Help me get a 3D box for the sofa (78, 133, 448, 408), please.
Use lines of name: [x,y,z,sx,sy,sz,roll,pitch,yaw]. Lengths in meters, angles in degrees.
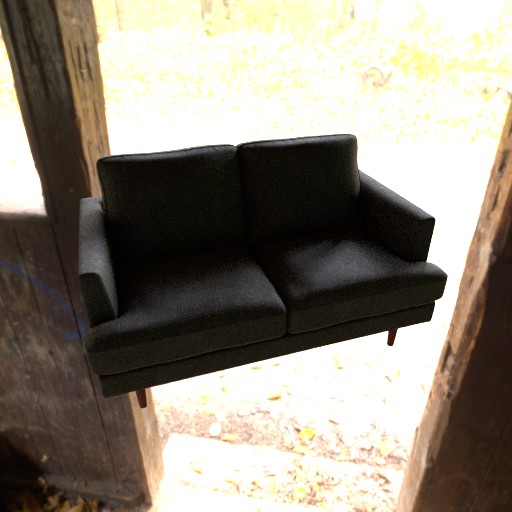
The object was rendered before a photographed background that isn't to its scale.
sofa: [0.000,0.000,2.148,1.582,0.956,0.903,-10,32,-16]
